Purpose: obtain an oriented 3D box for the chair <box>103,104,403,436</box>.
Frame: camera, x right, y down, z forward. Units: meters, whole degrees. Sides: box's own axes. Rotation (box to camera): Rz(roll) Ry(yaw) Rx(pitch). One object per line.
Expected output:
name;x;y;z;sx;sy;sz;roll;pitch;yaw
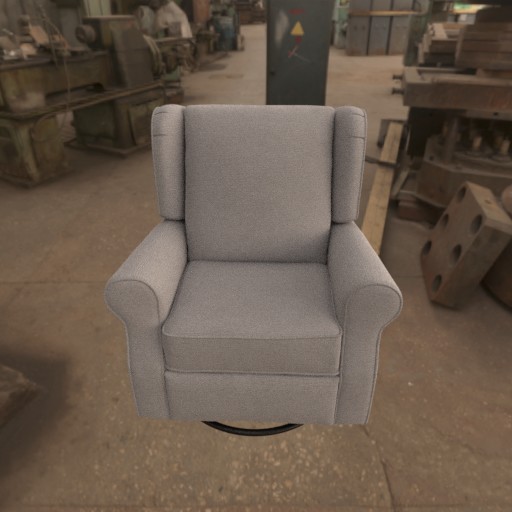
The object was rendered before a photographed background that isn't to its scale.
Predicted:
chair;0.000;0.000;1.664;0.906;0.966;0.854;1;31;2
